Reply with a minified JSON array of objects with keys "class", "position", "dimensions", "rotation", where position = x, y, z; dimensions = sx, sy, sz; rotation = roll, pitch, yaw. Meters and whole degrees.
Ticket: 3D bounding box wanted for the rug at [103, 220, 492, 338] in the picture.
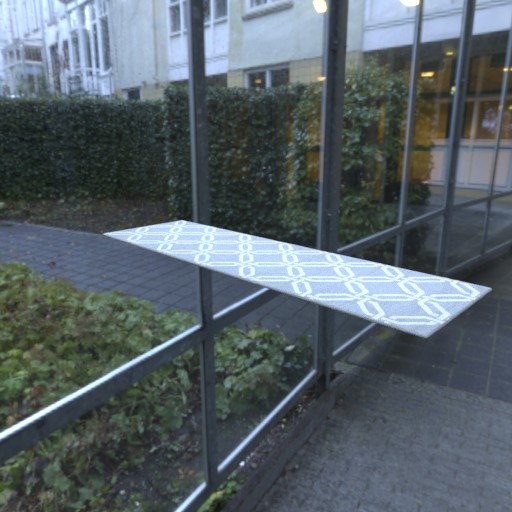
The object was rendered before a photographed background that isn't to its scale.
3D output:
[{"class":"rug","position":[0.000,0.000,2.502],"dimensions":[2.276,0.014,0.678],"rotation":[15,21,42]}]
